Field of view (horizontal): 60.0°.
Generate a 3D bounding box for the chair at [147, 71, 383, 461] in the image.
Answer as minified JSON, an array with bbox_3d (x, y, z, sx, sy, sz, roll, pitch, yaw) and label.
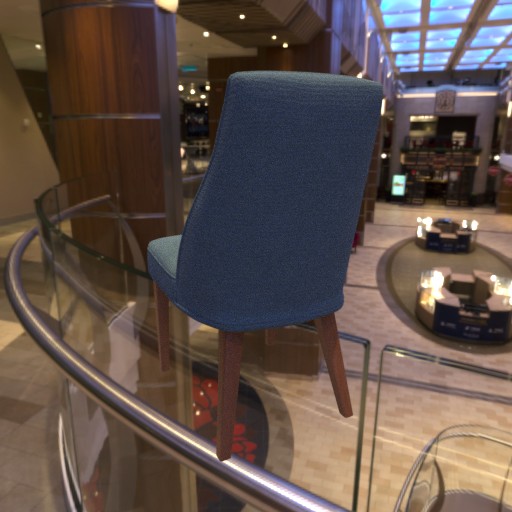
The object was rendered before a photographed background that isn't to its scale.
[{"bbox_3d":[0.000,0.000,1.283,0.500,0.930,0.620,-8,17,-26],"label":"chair"}]
